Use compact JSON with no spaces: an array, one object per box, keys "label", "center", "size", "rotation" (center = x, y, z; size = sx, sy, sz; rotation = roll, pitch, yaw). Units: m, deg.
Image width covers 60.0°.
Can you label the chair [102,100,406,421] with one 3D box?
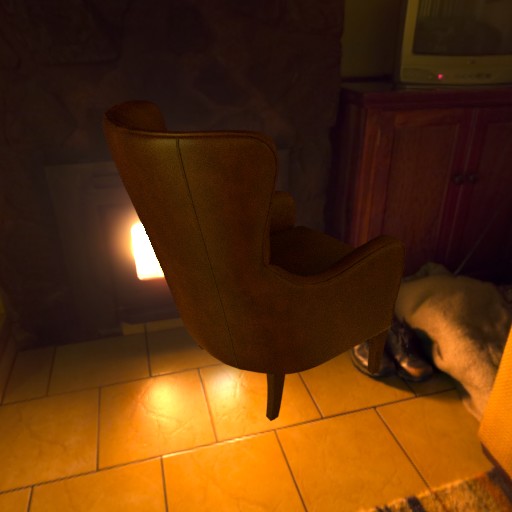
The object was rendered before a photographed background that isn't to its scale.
[{"label":"chair","center":[0.000,0.000,1.603],"size":[0.914,1.048,0.692],"rotation":[-18,32,-31]}]
